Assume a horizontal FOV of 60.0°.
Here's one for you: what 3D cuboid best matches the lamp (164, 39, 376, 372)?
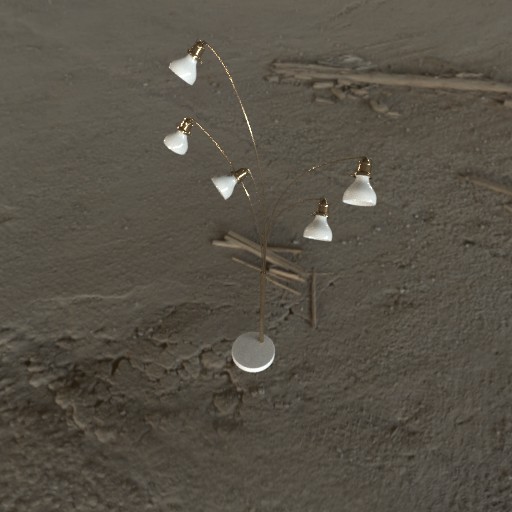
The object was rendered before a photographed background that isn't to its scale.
[{"bbox_3d":[0.000,0.000,2.886,1.405,2.423,0.361,32,54,27],"label":"lamp"}]
